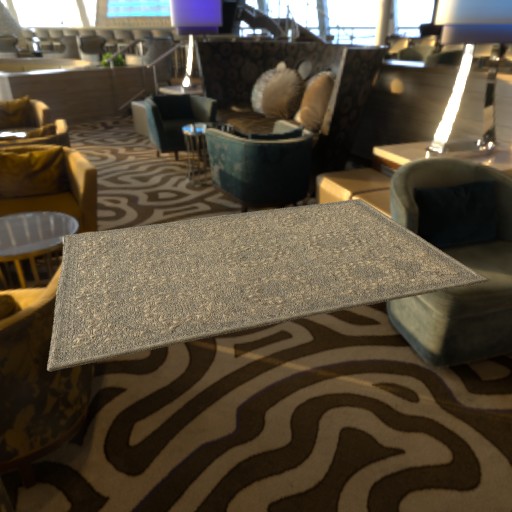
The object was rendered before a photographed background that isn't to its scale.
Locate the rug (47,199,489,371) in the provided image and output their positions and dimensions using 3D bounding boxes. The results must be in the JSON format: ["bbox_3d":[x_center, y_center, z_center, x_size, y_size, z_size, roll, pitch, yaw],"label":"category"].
[{"bbox_3d":[0.000,0.000,2.986,2.498,0.022,1.535,-9,28,-17],"label":"rug"}]
